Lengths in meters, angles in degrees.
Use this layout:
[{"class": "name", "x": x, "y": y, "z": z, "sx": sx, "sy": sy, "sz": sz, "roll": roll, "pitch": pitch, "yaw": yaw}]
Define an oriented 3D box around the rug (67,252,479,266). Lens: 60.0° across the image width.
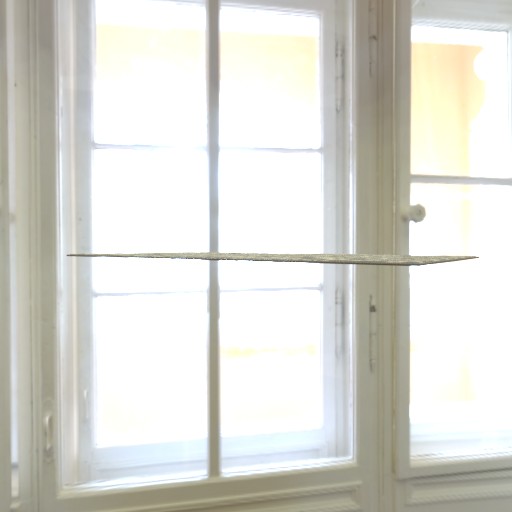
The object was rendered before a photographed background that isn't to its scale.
[{"class": "rug", "x": 0.000, "y": 0.000, "z": 1.446, "sx": 1.219, "sy": 0.007, "sz": 0.604, "roll": 1, "pitch": 2, "yaw": 36}]
